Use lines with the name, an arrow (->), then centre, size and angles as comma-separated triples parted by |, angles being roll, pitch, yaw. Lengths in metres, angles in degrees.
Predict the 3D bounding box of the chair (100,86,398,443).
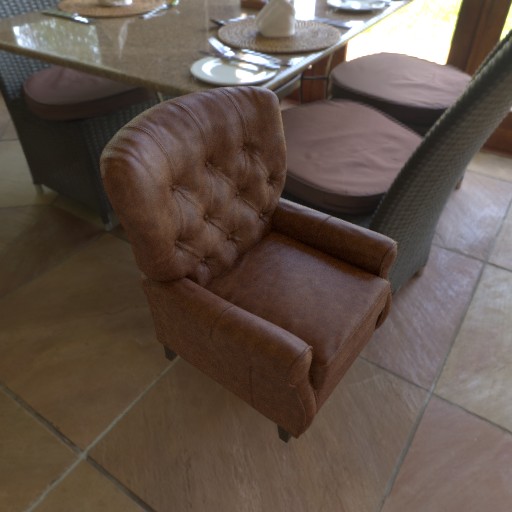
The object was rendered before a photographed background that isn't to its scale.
chair -> 0.000, 0.000, 1.921 | 1.059, 1.164, 0.951 | 26, 47, 27
